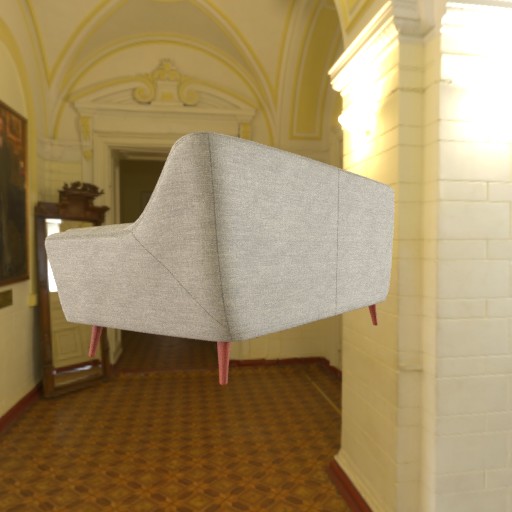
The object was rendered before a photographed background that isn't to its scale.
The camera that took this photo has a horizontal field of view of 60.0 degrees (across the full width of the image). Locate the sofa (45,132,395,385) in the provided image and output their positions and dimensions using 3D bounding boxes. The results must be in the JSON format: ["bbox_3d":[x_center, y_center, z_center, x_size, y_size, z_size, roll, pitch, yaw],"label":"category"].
[{"bbox_3d":[0.000,0.000,2.417,0.976,0.897,1.930,1,2,36],"label":"sofa"}]
